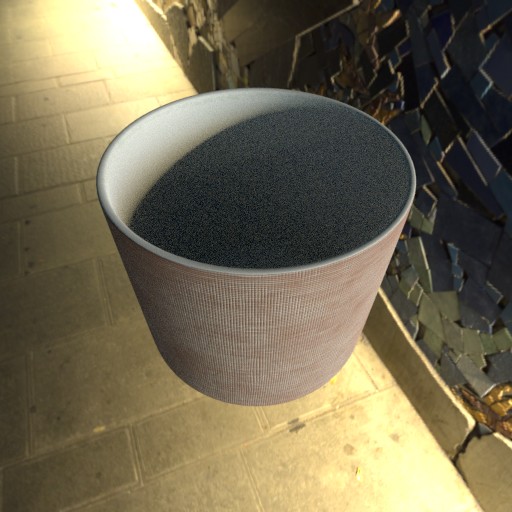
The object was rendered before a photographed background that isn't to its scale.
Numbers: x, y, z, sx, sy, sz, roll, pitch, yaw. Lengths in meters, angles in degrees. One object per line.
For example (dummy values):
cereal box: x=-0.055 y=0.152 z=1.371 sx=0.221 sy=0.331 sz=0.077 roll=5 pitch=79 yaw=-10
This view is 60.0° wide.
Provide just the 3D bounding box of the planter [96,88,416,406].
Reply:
planter: x=0.000 y=0.000 z=0.769 sx=0.440 sy=0.398 sz=0.440 roll=0 pitch=46 yaw=0
